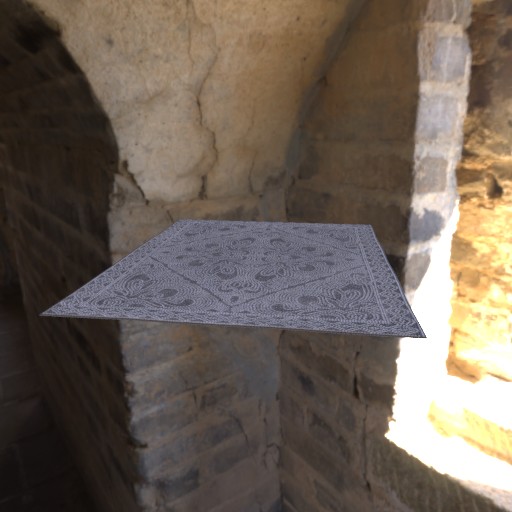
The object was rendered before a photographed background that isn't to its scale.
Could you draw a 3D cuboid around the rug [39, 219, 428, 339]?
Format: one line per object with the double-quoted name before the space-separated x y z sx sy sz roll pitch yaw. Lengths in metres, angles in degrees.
"rug" 0.000 0.000 4.141 2.438 0.012 3.048 2 17 8
